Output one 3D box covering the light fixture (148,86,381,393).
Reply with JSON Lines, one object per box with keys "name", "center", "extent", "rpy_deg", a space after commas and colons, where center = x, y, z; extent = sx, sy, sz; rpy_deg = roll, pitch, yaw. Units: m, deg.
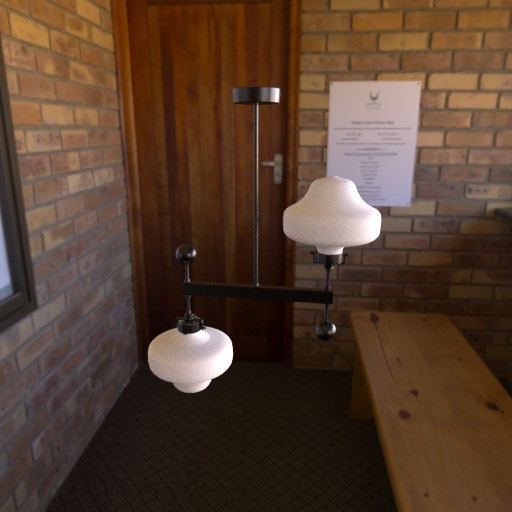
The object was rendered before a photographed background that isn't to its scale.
{"name": "light fixture", "center": [0.000, 0.000, 1.047], "extent": [0.489, 0.743, 0.422], "rpy_deg": [-8, 17, -26]}
